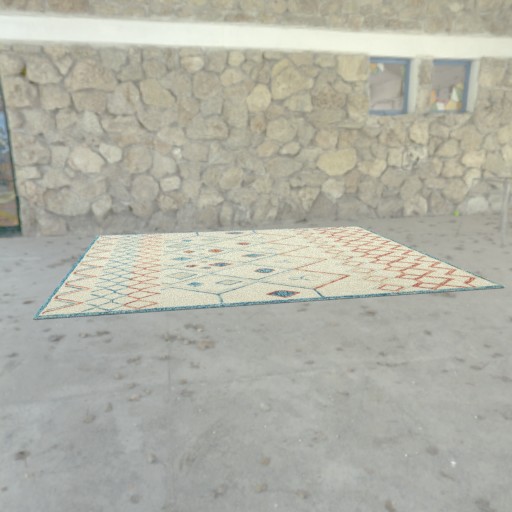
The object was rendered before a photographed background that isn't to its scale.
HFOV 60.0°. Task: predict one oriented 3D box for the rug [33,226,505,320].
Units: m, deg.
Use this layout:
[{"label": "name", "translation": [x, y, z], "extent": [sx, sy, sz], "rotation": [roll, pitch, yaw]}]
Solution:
[{"label": "rug", "translation": [0.000, 0.000, 3.947], "extent": [3.050, 0.016, 2.441], "rotation": [-3, 14, -11]}]
